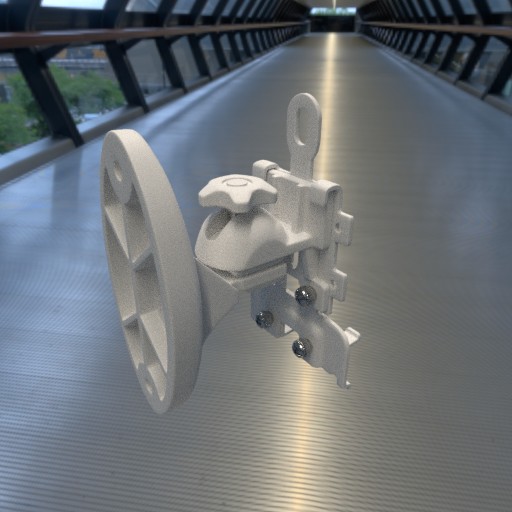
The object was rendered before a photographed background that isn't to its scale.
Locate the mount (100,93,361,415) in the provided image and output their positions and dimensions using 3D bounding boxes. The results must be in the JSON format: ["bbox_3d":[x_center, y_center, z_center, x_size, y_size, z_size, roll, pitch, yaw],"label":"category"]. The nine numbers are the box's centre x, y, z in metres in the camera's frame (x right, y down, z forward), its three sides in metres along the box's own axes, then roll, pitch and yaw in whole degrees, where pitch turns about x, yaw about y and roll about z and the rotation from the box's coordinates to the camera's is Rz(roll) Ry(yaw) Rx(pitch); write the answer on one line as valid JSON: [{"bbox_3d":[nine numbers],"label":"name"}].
[{"bbox_3d":[0.000,0.000,0.174,0.100,0.118,0.066,-19,32,-32],"label":"mount"}]
